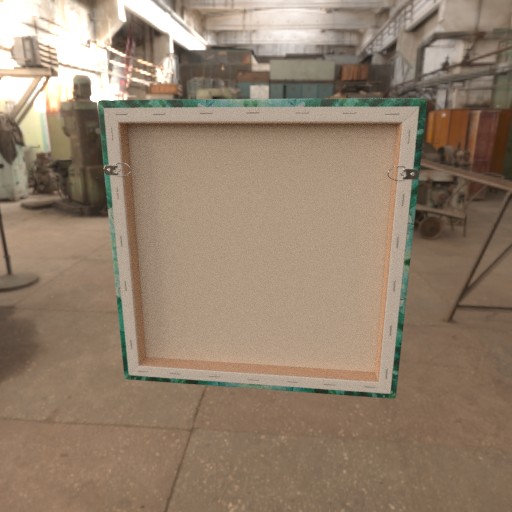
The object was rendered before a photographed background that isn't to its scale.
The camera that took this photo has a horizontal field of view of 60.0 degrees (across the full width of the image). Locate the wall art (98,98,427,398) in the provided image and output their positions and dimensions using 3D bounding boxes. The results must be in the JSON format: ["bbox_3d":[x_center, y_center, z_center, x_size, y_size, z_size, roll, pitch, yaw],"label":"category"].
[{"bbox_3d":[0.000,0.000,0.762,0.507,0.508,0.038,2,17,7],"label":"wall art"}]
